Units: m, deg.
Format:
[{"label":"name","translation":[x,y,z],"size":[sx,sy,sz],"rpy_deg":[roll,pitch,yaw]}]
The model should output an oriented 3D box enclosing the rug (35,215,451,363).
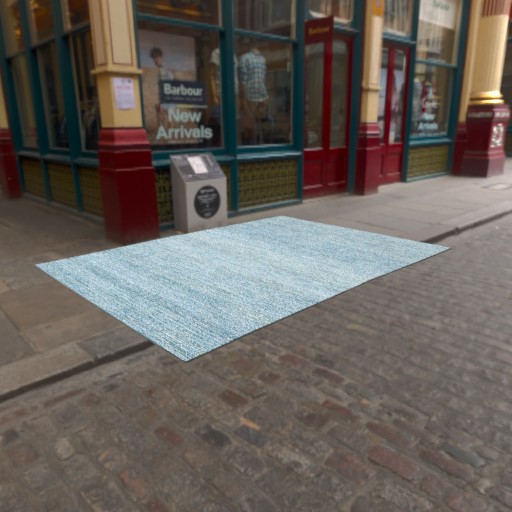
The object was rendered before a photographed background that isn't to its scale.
[{"label":"rug","translation":[0.000,0.000,2.921],"size":[2.260,0.026,1.611],"rpy_deg":[-15,22,-41]}]
